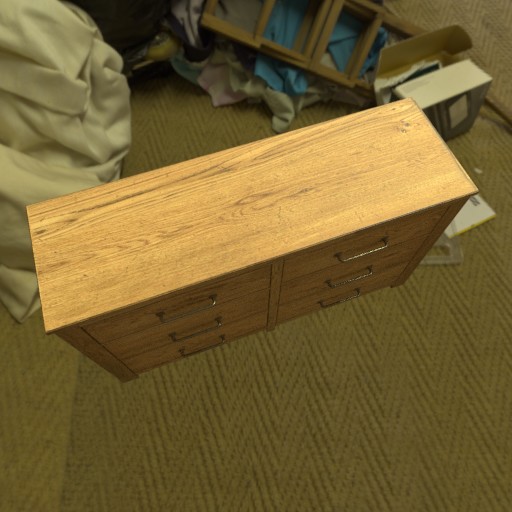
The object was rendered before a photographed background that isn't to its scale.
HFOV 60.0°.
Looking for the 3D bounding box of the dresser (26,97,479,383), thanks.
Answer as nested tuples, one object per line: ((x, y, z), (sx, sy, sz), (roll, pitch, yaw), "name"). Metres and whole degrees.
((0.000, 0.000, 2.103), (1.657, 0.932, 0.563), (-18, 65, -9), "dresser")
